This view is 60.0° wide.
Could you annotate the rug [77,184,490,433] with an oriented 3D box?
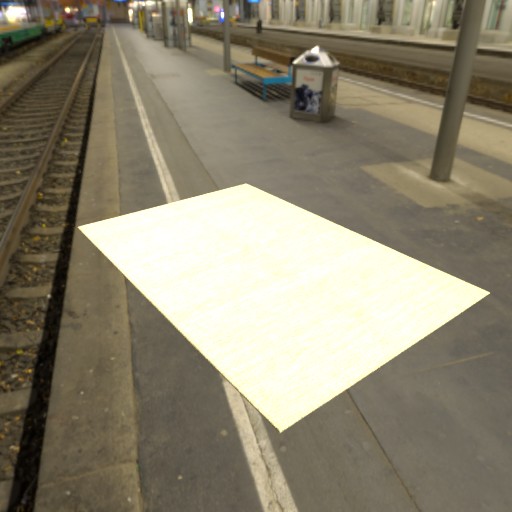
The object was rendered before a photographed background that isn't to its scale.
[{"bbox_3d":[0.000,0.000,2.314,1.250,0.015,1.850,-20,35,-32],"label":"rug"}]
